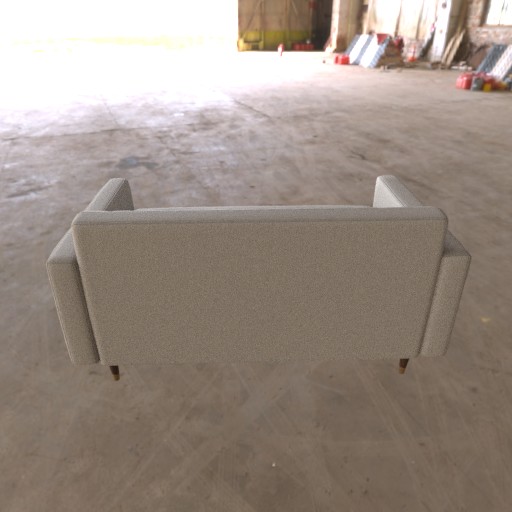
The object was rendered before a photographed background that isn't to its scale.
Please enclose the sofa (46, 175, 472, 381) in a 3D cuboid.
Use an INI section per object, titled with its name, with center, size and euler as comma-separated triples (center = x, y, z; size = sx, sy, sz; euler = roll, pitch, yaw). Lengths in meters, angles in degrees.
[sofa]
center = 0.000, 0.000, 2.142
size = 1.585, 0.801, 0.950
euler = -1, 29, -2
